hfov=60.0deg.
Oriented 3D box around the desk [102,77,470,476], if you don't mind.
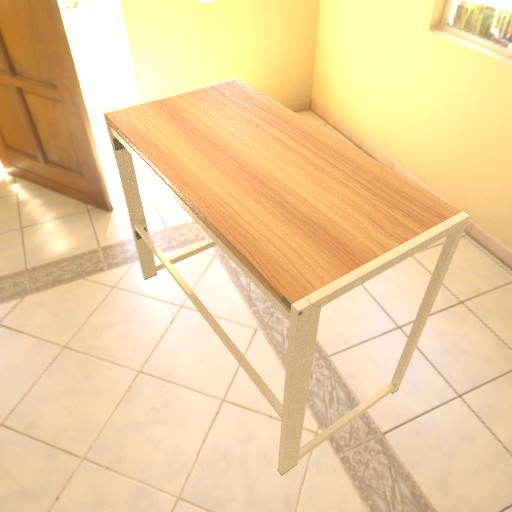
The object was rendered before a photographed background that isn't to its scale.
[{"bbox_3d":[0.000,0.000,1.484,0.508,0.762,1.016,-25,48,-25],"label":"desk"}]
